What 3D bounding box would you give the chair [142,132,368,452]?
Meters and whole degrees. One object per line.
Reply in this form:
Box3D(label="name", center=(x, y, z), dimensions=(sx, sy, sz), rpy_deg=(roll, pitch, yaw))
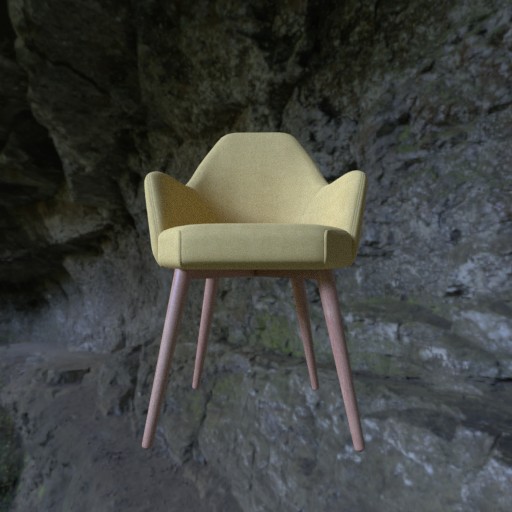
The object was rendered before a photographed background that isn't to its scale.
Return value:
Box3D(label="chair", center=(0.000, 0.000, 1.229), dimensions=(0.590, 0.840, 0.610), rpy_deg=(0, 0, 1))
